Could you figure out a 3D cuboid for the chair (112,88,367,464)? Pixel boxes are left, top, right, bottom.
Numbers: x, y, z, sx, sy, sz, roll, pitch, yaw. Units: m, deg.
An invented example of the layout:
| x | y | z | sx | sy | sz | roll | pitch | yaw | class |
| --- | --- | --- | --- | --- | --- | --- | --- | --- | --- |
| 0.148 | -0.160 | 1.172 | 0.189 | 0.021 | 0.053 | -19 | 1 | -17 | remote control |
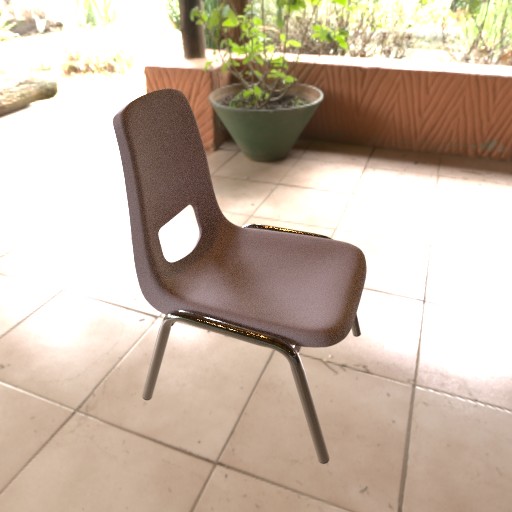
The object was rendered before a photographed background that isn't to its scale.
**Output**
| x | y | z | sx | sy | sz | roll | pitch | yaw | class |
| --- | --- | --- | --- | --- | --- | --- | --- | --- | --- |
| 0.000 | 0.000 | 0.795 | 0.385 | 0.536 | 0.354 | 11 | 33 | 17 | chair |
